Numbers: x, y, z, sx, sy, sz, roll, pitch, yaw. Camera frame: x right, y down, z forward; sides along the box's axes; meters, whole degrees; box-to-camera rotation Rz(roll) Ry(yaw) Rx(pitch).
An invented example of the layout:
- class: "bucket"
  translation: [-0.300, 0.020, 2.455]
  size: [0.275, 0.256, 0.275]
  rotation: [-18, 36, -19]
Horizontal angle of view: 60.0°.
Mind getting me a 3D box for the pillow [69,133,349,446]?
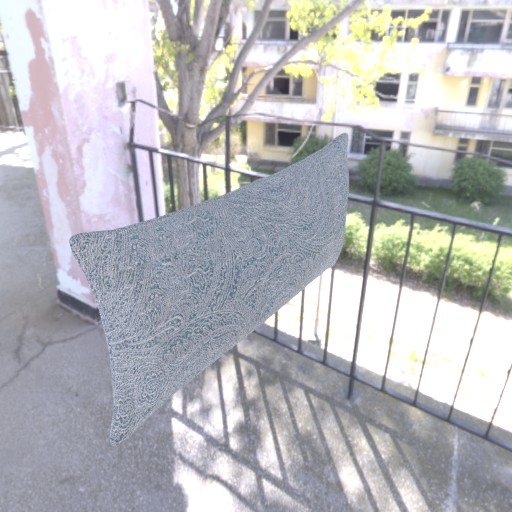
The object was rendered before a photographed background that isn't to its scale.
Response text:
- class: "pillow"
  translation: [0.000, 0.000, 0.718]
  size: [0.151, 0.295, 0.615]
  rotation: [18, 32, 32]
